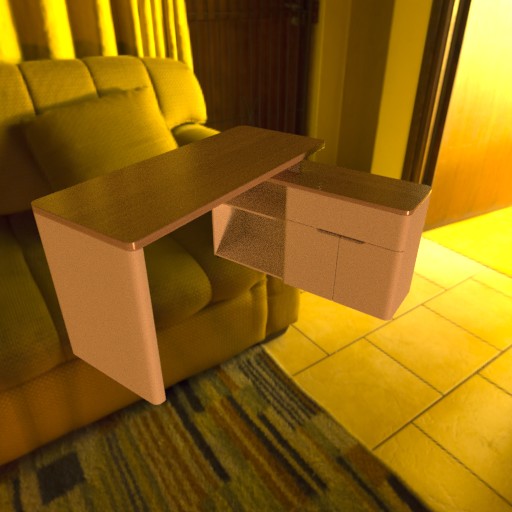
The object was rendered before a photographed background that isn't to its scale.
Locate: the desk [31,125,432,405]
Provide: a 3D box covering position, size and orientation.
[{"bbox_3d":[0.000,0.000,2.111,1.175,0.770,1.400,19,36,29],"label":"desk"}]
